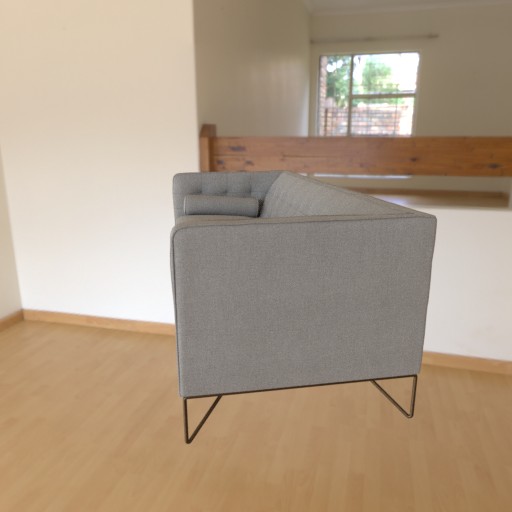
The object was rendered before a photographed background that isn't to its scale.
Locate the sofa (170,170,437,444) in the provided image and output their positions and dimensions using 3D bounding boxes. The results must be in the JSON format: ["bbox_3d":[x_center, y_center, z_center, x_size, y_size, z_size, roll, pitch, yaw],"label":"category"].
[{"bbox_3d":[0.000,0.000,2.501,0.912,0.798,2.079,-3,15,-10],"label":"sofa"}]
